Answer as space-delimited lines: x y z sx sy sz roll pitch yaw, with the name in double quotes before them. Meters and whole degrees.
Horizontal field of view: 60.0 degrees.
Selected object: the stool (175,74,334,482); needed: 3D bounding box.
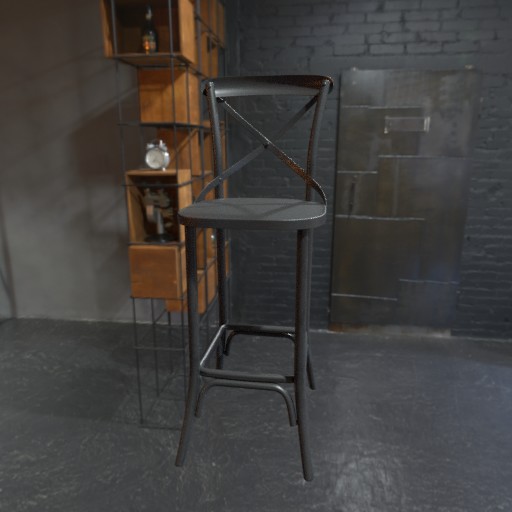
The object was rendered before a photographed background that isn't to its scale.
"stool" 0.000 0.000 1.431 0.457 1.168 0.584 2 14 9
